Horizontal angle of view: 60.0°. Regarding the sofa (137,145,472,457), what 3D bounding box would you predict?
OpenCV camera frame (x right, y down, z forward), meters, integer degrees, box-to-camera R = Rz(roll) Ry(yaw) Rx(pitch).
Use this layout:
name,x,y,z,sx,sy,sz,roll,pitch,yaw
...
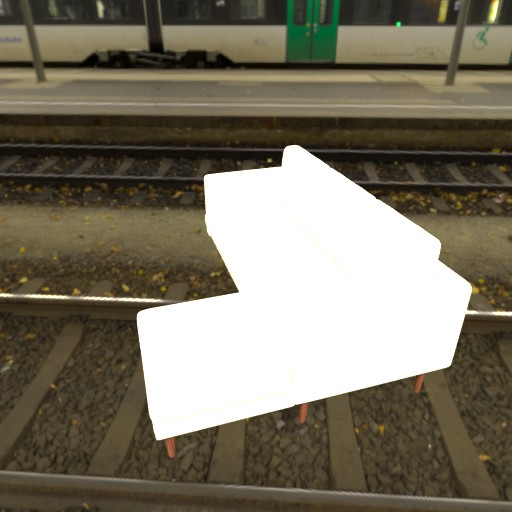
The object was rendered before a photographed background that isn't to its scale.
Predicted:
name,x,y,z,sx,sy,sz,roll,pitch,yaw
sofa,0.000,0.000,2.868,1.580,0.899,2.029,-9,30,-15
